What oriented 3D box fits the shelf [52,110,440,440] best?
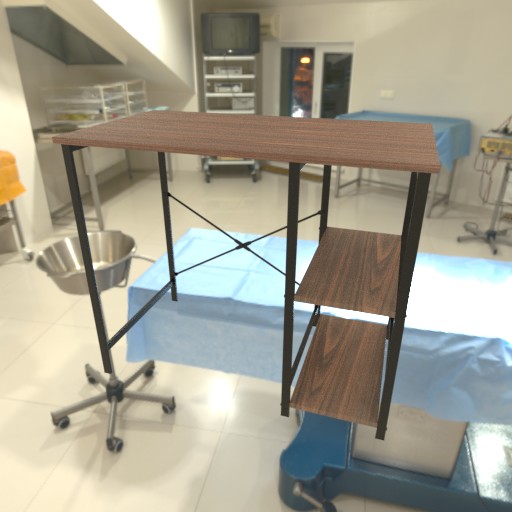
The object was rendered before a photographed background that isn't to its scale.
[{"bbox_3d":[0.000,0.000,1.348,0.902,0.750,0.498,8,27,16],"label":"shelf"}]
